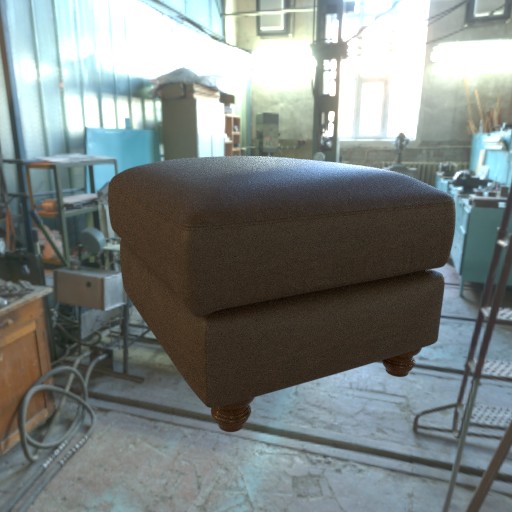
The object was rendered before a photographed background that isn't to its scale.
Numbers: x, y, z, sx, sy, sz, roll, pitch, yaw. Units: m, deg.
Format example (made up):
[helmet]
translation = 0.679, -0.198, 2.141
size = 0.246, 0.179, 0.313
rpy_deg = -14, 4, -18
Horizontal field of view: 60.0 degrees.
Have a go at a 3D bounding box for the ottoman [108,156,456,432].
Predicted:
[ottoman]
translation = 0.000, 0.000, 1.175
size = 0.635, 0.508, 0.787
rpy_deg = -8, 17, -26
